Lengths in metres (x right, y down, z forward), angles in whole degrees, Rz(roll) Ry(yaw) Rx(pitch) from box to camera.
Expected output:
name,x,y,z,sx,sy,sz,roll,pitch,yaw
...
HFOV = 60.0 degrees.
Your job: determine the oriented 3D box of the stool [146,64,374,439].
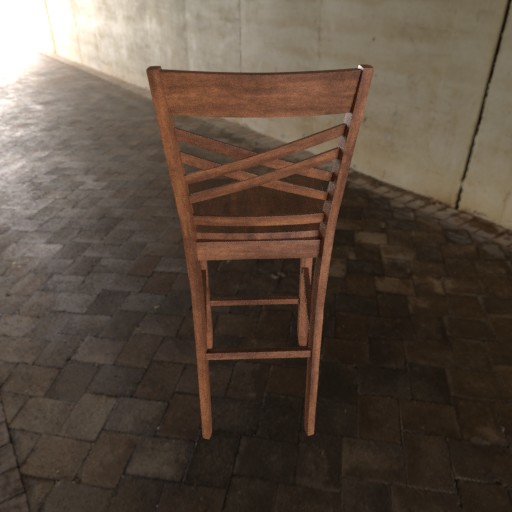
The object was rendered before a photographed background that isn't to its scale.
name,x,y,z,sx,sy,sz,roll,pitch,yaw
stool,0.000,0.000,1.317,0.433,1.105,0.487,-1,31,-2
